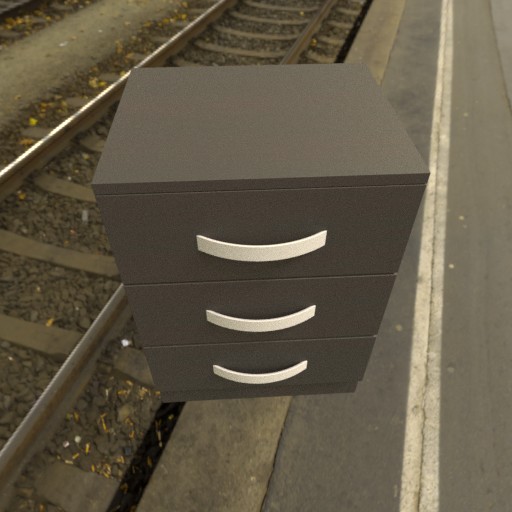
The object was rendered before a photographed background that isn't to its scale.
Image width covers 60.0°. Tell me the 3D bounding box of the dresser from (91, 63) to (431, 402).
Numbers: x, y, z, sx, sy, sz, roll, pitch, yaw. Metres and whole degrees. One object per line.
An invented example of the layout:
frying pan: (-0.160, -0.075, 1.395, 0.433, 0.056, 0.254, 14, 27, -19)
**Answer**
dresser: (0.000, 0.000, 0.826, 0.400, 0.560, 0.360, -2, 45, -2)
